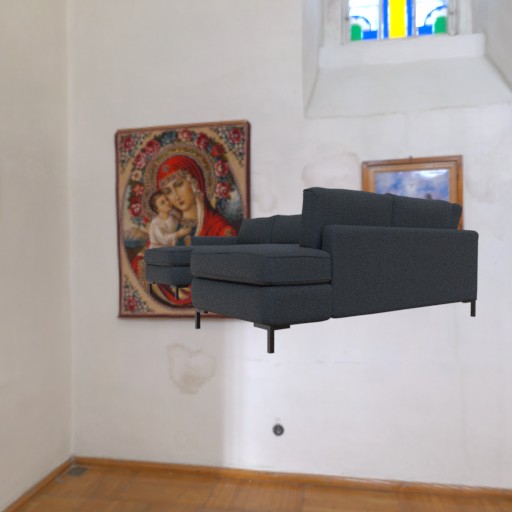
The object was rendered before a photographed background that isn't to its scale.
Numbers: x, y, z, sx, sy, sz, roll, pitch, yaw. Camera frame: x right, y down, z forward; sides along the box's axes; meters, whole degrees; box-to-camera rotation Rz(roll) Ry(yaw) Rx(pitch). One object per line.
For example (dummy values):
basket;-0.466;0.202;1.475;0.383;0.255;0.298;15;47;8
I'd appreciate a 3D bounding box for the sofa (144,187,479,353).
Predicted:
sofa;0.000;0.000;3.847;1.984;0.858;2.975;-1;2;-35
